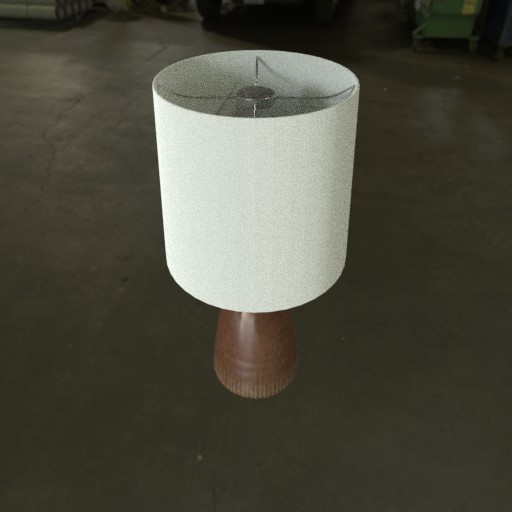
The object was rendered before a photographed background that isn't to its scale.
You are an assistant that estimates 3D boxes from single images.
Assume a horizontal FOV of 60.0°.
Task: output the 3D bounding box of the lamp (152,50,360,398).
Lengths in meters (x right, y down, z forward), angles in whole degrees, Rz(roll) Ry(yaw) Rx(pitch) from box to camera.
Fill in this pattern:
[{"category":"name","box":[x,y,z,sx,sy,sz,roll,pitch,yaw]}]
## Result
[{"category":"lamp","box":[0.000,0.000,0.473,0.186,0.369,0.186,0,39,0]}]
